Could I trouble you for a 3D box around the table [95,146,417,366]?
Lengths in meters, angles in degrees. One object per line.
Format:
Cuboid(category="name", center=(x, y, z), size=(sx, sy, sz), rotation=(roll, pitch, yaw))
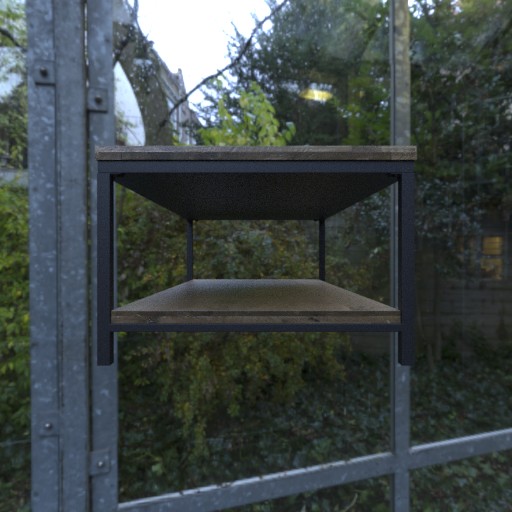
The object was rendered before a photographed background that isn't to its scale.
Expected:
Cuboid(category="table", center=(0.000, 0.000, 1.321), size=(0.574, 0.393, 1.062), rotation=(0, 0, 0))
